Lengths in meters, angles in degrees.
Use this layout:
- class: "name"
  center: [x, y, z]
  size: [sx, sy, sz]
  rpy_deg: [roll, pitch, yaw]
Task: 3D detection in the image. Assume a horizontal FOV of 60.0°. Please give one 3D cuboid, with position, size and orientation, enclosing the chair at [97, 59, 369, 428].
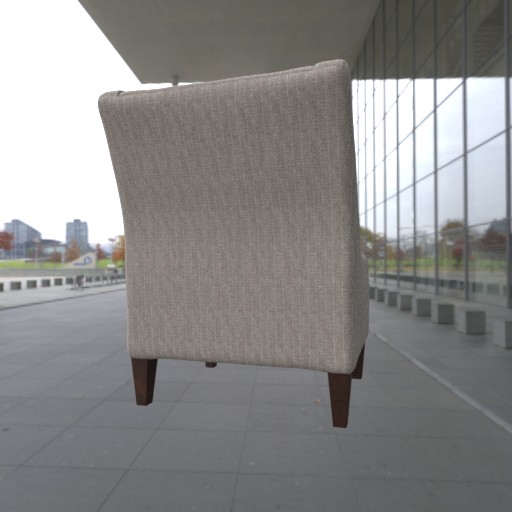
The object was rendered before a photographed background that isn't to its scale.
- class: "chair"
  center: [0.000, 0.000, 1.628]
  size: [0.774, 1.014, 0.870]
  rpy_deg: [0, -1, 18]
